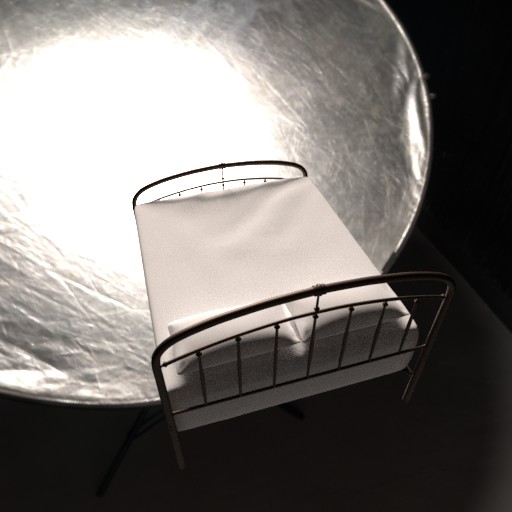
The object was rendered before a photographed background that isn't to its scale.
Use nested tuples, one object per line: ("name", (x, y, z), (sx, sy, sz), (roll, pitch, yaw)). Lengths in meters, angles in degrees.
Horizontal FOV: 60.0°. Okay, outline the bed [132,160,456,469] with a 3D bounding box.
("bed", (0.000, 0.000, 3.348), (1.711, 1.425, 2.180), (-11, 43, -12))
